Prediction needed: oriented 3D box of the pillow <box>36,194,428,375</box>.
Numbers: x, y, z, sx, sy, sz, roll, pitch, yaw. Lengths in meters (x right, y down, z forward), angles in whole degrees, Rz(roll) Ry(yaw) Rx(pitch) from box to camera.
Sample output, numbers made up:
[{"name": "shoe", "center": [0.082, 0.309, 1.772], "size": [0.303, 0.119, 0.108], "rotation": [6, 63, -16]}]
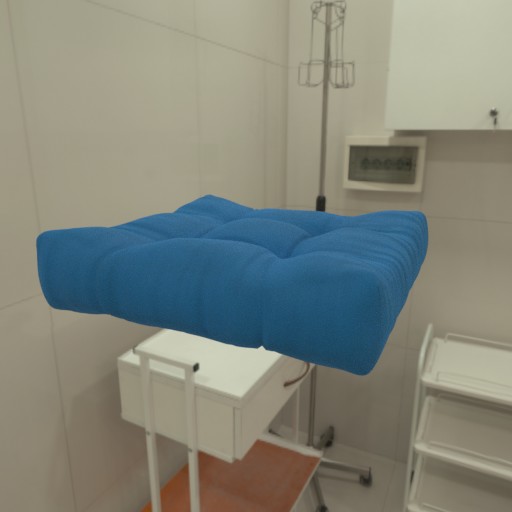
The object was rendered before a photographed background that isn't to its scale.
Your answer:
[{"name": "pillow", "center": [0.000, 0.000, 0.720], "size": [0.490, 0.128, 0.468], "rotation": [8, 17, 25]}]
